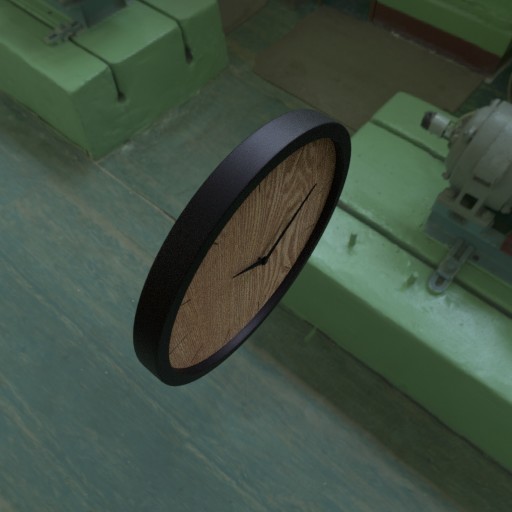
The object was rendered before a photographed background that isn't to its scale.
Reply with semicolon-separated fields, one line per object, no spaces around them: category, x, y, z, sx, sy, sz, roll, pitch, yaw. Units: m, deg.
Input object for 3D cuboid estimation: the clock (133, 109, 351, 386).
clock;0.000;0.000;0.470;0.029;0.314;0.314;35;65;19
